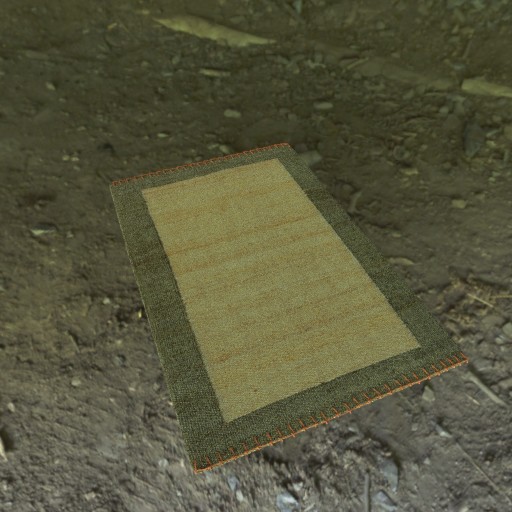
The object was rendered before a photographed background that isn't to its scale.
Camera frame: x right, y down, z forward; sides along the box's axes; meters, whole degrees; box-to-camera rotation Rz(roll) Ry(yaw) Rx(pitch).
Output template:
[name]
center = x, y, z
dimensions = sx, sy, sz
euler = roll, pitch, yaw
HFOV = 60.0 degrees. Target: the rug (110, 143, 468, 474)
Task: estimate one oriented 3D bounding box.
[rug]
center = 0.000, 0.000, 2.295
dimensions = 1.220, 0.019, 1.838
euler = -16, 49, -15
